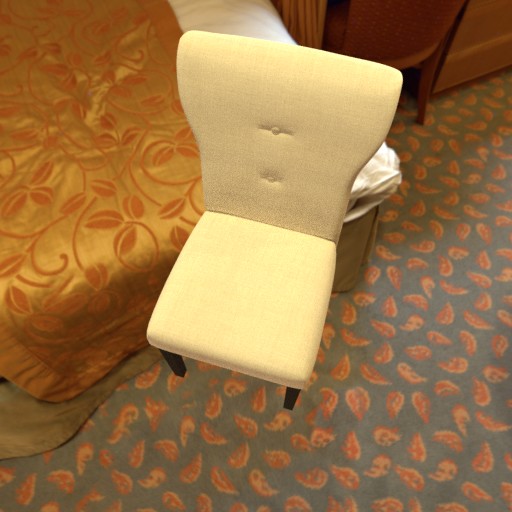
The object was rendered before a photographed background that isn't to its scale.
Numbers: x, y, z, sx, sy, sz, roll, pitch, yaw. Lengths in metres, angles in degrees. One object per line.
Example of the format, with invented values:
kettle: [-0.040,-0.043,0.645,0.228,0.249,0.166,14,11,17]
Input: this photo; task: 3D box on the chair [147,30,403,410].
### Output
chair: [0.000,0.000,1.240,0.509,0.921,0.597,14,60,8]
